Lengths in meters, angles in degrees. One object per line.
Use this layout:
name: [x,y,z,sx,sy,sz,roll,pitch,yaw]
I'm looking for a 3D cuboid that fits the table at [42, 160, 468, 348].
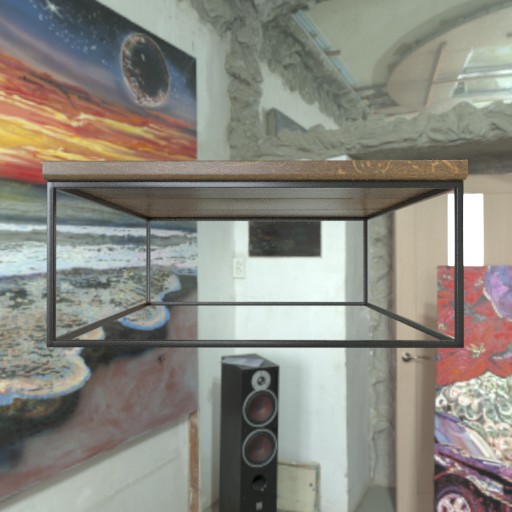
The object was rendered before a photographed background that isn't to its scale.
table: [0.000,0.000,1.386,0.900,0.400,0.900,0,0,0]
